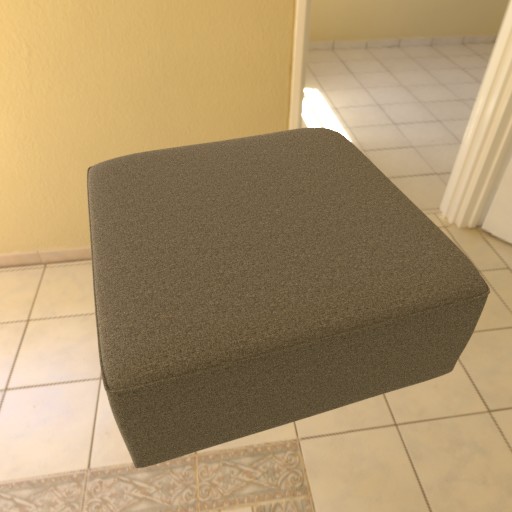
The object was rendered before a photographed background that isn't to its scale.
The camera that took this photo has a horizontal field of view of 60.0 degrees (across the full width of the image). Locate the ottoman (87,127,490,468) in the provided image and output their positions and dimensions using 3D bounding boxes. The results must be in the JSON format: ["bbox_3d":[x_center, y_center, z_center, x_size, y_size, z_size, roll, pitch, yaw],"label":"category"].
[{"bbox_3d":[0.000,0.000,1.508,1.005,0.464,1.015,-12,43,-13],"label":"ottoman"}]
